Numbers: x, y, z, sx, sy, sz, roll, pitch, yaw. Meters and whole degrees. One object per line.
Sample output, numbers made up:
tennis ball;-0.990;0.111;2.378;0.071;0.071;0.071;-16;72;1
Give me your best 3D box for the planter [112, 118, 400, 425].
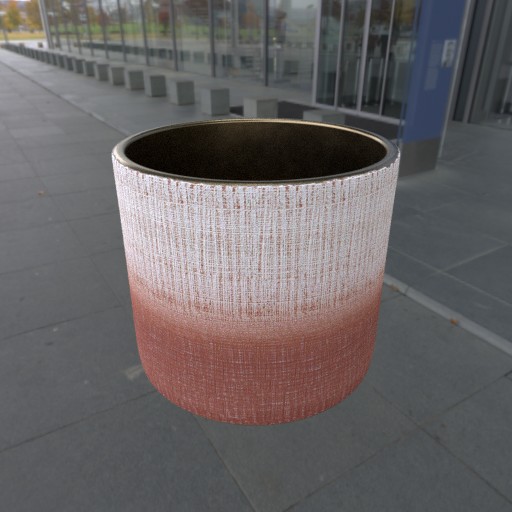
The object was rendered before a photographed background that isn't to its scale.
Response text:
planter;0.000;0.000;0.391;0.221;0.201;0.221;0;27;0
